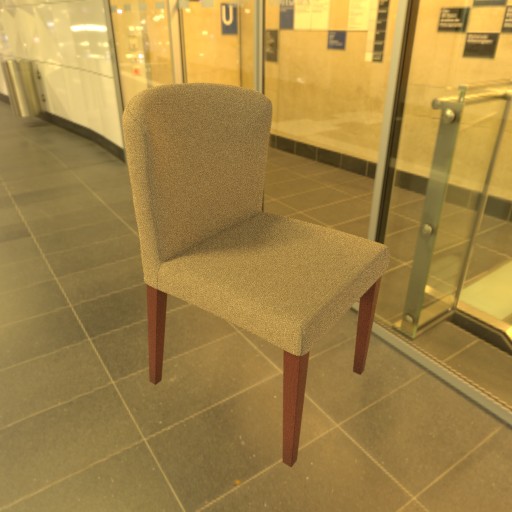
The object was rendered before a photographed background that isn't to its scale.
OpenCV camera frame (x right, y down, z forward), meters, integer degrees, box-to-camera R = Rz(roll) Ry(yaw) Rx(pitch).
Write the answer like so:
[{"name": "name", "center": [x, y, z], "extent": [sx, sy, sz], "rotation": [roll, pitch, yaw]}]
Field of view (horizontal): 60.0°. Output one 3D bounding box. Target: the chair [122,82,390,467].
[{"name": "chair", "center": [0.000, 0.000, 1.201], "extent": [0.589, 0.839, 0.491], "rotation": [19, 33, 32]}]
